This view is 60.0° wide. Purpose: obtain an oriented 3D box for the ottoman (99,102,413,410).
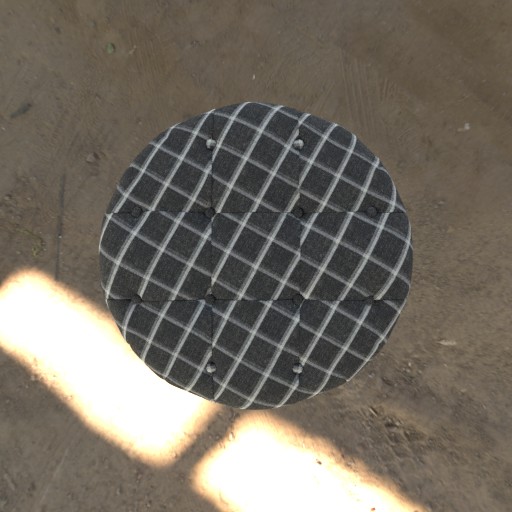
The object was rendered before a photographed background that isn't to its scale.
[{"bbox_3d":[0.000,0.000,1.421,0.901,0.439,0.901,0,90,1],"label":"ottoman"}]
